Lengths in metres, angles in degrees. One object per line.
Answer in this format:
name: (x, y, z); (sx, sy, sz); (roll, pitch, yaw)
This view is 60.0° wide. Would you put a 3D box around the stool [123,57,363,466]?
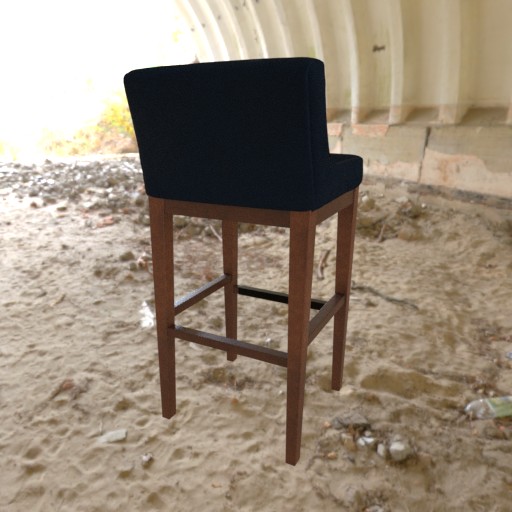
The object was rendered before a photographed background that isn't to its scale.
stool: (0.000, 0.000, 1.334); (0.511, 1.037, 0.500); (9, 19, 26)
